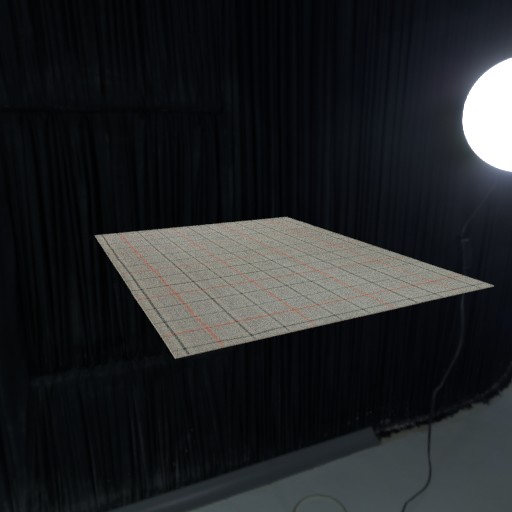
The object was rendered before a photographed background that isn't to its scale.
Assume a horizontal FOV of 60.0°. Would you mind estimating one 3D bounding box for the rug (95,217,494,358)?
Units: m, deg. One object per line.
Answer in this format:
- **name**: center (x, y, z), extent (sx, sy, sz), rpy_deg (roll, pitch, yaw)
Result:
- **rug**: center (0.000, 0.000, 4.086), extent (2.444, 0.012, 3.048), rpy_deg (-8, 18, -25)
